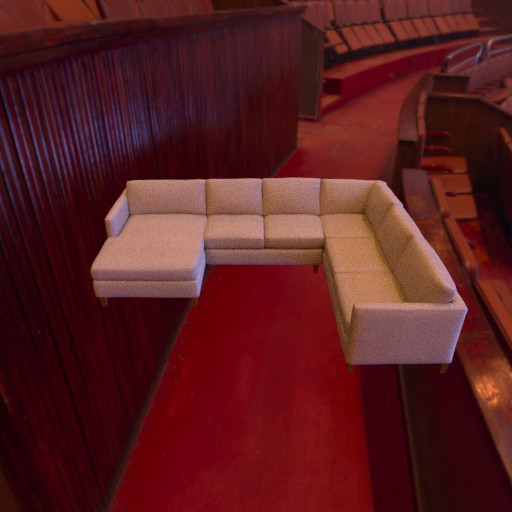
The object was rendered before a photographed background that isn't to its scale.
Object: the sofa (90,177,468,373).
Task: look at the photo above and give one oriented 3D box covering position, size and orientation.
[{"bbox_3d":[0.000,0.000,4.786,3.460,0.961,2.594,0,31,0],"label":"sofa"}]
